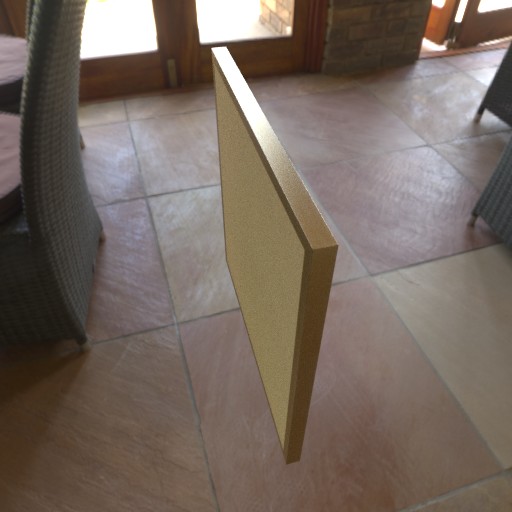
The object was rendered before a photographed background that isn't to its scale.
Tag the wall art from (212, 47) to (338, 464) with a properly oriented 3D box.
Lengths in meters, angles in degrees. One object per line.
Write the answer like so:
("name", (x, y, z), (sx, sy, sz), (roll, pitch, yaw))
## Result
("wall art", (0.000, 0.000, 1.130), (0.037, 0.760, 0.762), (-10, 46, -10))
